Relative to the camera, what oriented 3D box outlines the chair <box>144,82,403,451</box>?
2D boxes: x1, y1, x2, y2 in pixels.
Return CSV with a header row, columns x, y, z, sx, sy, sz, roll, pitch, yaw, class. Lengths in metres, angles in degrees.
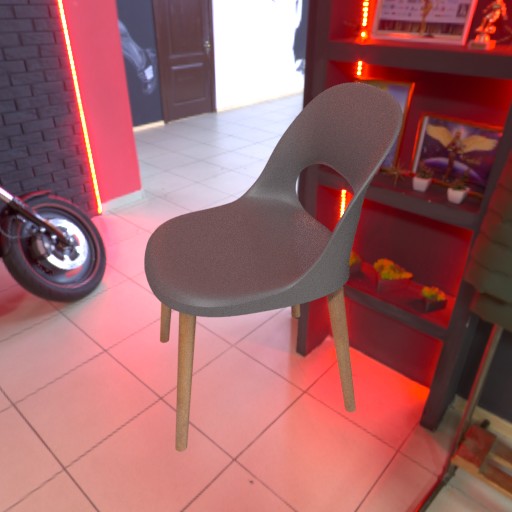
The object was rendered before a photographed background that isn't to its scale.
x,y,z,sx,sy,sz,roll,pitch,yaw,class
0.000,0.000,1.132,0.556,0.795,0.470,-8,32,-14,chair
